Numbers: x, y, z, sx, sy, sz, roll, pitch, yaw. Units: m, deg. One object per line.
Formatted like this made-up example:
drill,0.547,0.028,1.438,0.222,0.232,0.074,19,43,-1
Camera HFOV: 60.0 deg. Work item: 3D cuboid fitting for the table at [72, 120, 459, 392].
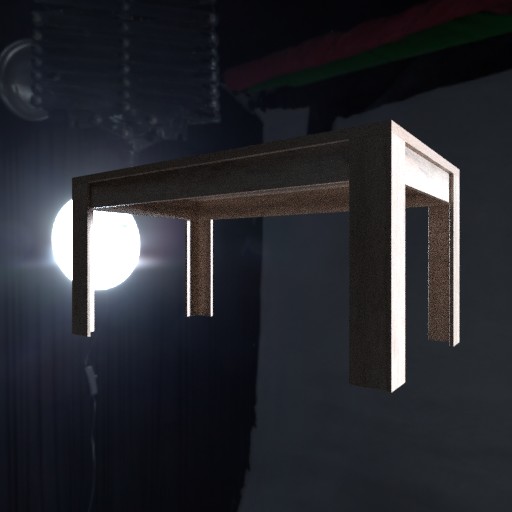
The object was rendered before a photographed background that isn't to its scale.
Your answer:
table,0.000,0.000,2.092,1.600,0.775,0.900,0,0,36
